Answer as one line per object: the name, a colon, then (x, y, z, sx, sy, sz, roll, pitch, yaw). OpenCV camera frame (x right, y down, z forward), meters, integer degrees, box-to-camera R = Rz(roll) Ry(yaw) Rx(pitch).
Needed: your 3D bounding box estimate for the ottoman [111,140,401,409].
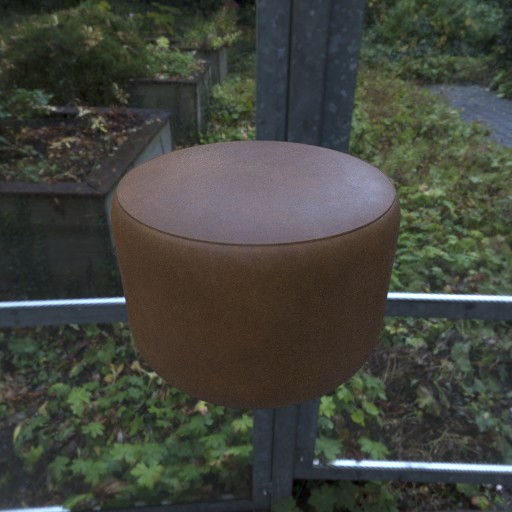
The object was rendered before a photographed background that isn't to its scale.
ottoman: (0.000, 0.000, 1.030, 0.607, 0.438, 0.607, 0, 30, 0)
